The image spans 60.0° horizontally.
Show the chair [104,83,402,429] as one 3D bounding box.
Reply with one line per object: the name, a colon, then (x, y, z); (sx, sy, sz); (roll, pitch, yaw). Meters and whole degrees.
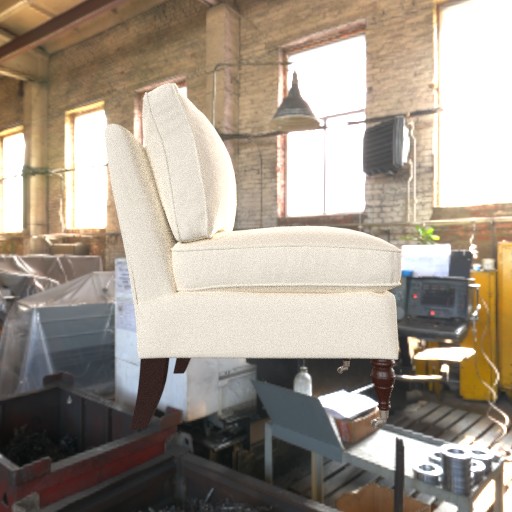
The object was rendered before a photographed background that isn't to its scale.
chair: (0.000, 0.000, 1.414); (0.781, 0.887, 0.630); (0, 0, 1)
